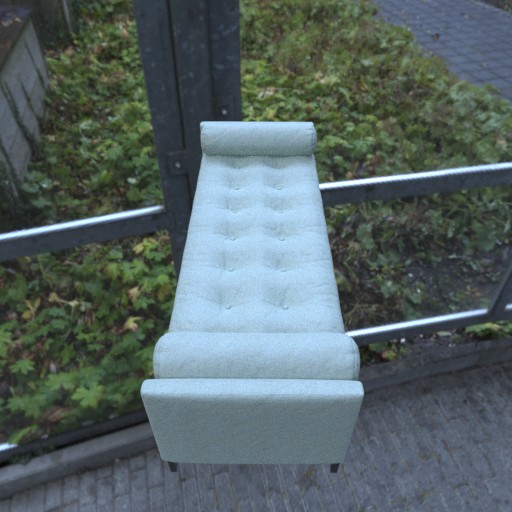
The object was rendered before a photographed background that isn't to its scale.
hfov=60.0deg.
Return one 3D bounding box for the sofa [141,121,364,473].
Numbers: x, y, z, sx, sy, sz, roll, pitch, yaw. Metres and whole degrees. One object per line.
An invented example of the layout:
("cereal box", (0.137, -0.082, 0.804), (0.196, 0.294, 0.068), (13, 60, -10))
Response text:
("sofa", (0.000, 0.000, 2.471), (0.796, 0.705, 2.102), (0, 42, 0))
